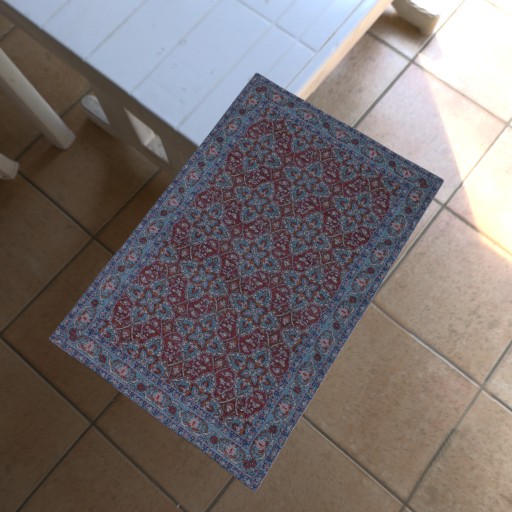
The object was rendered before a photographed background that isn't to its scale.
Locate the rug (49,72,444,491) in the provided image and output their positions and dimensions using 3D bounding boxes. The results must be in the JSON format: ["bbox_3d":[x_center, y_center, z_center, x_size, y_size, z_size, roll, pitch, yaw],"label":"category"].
[{"bbox_3d":[0.000,0.000,2.271,1.219,0.009,1.829,33,77,8],"label":"rug"}]
